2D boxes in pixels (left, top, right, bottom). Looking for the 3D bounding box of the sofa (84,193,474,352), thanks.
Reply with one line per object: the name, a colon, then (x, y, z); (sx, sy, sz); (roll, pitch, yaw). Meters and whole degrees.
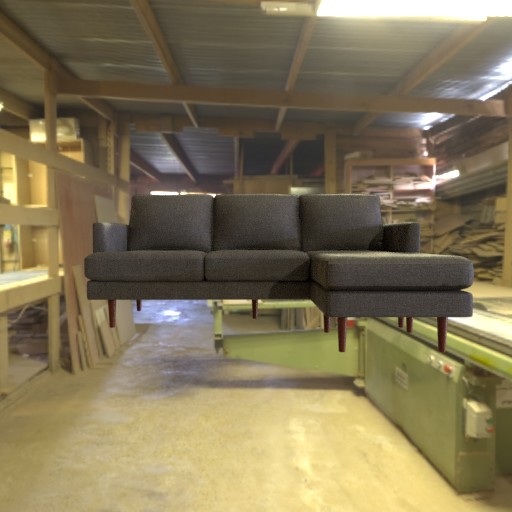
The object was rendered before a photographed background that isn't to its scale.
sofa: (0.000, 0.000, 2.986); (2.233, 0.956, 1.504); (0, 2, 0)
